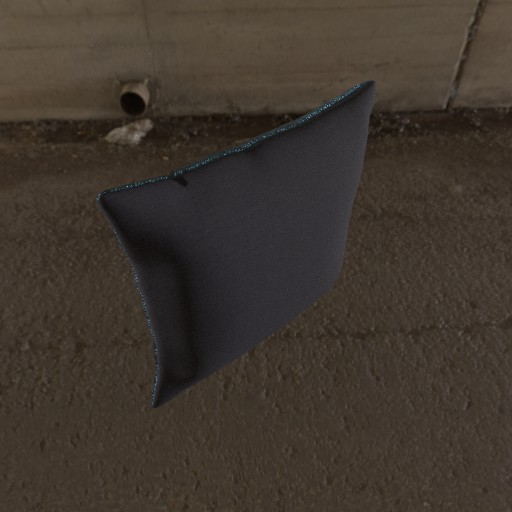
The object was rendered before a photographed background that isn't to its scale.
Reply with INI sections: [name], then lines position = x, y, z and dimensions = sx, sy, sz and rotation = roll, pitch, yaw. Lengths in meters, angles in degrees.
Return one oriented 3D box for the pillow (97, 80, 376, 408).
[pillow]
position = 0.000, 0.000, 0.665
dimensions = 0.436, 0.430, 0.138
rotation = -31, 53, -27
